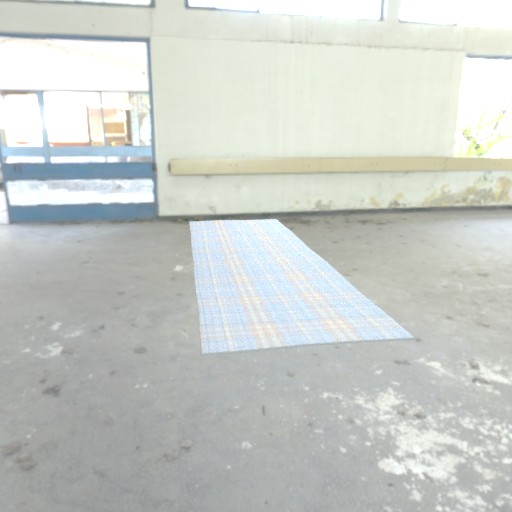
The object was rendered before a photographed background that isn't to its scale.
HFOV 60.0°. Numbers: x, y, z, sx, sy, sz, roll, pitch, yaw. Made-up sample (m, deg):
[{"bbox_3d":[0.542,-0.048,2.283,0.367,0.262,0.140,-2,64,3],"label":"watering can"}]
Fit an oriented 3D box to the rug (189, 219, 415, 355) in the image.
[{"bbox_3d":[0.000,0.000,2.689,0.762,0.013,2.439,-2,15,-9],"label":"rug"}]
